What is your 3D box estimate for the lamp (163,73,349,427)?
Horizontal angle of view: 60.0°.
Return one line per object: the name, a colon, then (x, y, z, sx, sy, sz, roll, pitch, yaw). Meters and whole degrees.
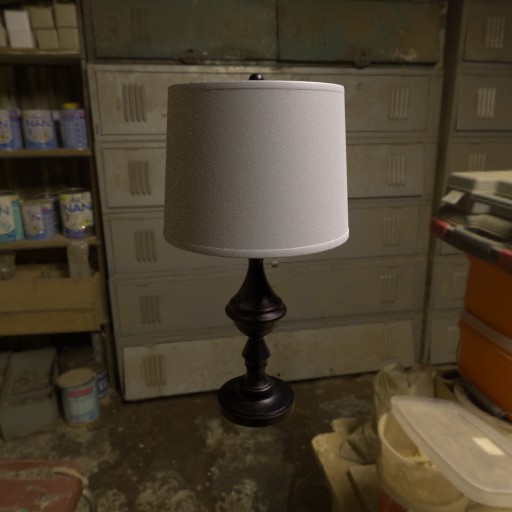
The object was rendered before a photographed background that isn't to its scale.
lamp: (0.000, 0.000, 0.948, 0.383, 0.726, 0.383, 0, 17, 0)
